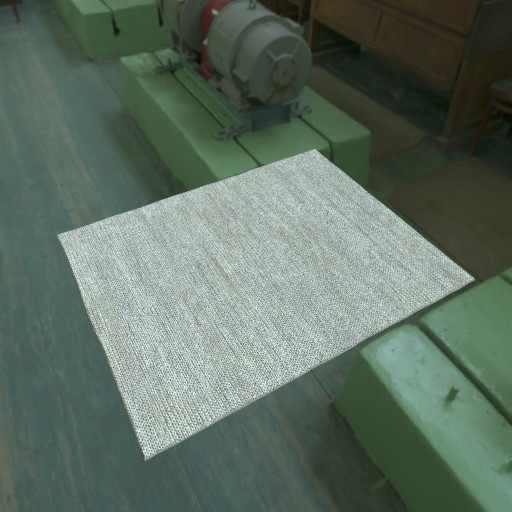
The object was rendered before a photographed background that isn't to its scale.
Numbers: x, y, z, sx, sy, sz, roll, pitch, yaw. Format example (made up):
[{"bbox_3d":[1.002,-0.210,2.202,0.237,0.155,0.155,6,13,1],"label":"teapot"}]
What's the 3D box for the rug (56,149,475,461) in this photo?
[{"bbox_3d":[0.000,0.000,4.075,3.052,0.030,2.429,-23,50,-21],"label":"rug"}]
